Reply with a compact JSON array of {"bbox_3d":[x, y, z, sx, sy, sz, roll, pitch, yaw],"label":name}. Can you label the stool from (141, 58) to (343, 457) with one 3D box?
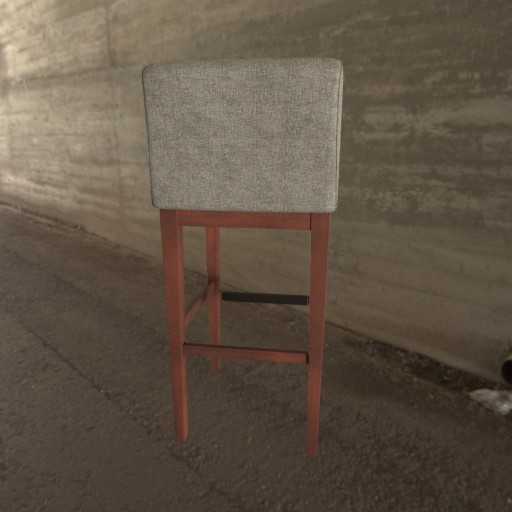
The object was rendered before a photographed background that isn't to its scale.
[{"bbox_3d":[0.000,0.000,1.251,0.426,0.965,0.499,2,15,9],"label":"stool"}]
